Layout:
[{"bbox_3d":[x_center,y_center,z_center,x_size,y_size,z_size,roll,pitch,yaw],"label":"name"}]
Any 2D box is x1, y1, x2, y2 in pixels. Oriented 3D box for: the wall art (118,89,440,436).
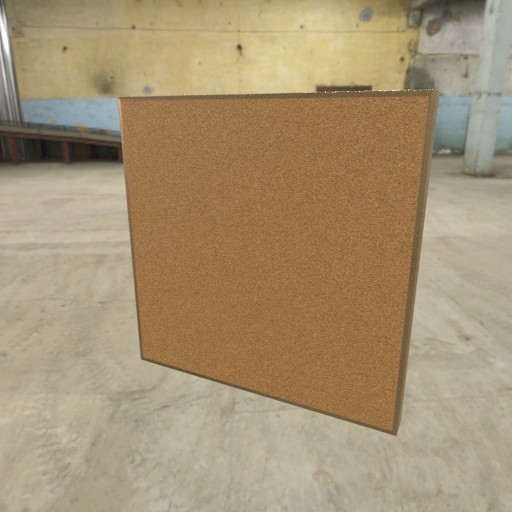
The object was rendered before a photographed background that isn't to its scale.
[{"bbox_3d":[0.000,0.000,0.745,0.513,0.511,0.038,9,20,25],"label":"wall art"}]
